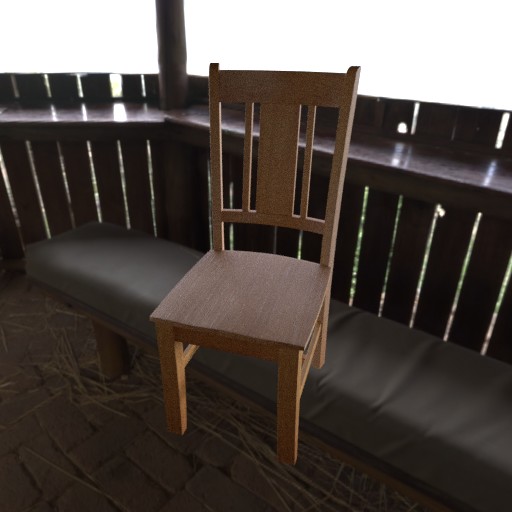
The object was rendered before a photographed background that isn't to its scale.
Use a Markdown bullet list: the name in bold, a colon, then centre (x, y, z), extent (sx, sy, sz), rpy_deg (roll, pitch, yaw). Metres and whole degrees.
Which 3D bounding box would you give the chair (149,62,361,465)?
- **chair**: centre (0.000, 0.000, 1.293), extent (0.450, 0.998, 0.556), rpy_deg (8, 28, 15)
